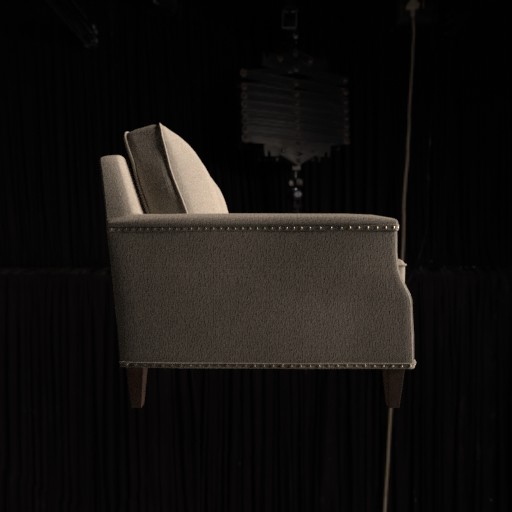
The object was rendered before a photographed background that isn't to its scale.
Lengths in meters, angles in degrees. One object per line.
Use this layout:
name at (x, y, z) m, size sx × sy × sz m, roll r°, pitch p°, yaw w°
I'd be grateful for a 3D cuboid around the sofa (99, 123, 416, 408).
sofa at (0.000, 0.000, 2.243) m, size 1.084 × 1.003 × 1.597 m, roll 0°, pitch 2°, yaw 0°
